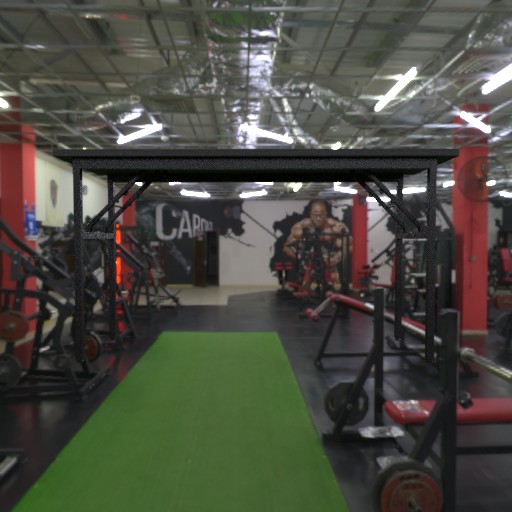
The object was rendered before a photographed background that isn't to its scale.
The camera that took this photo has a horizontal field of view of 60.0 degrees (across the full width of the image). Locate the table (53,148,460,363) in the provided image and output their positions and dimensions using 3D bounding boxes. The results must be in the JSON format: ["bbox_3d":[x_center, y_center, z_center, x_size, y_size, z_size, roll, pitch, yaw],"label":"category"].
[{"bbox_3d":[0.000,0.000,1.754,1.399,0.750,0.449,0,2,0],"label":"table"}]
